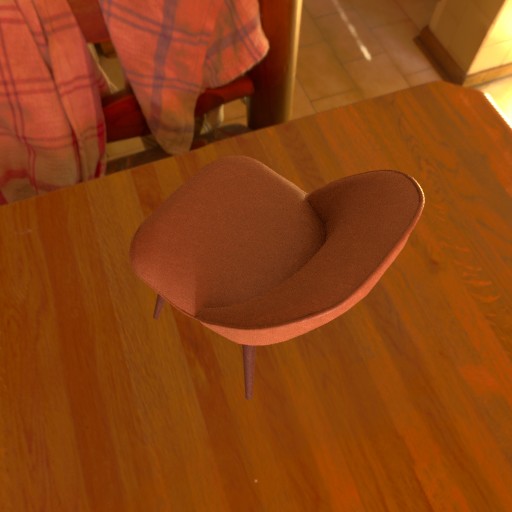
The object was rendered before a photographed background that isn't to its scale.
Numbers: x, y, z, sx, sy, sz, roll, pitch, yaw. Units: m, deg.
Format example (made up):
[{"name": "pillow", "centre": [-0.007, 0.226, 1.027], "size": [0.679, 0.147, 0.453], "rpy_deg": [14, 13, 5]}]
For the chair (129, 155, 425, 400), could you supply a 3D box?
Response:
[{"name": "chair", "centre": [0.000, 0.000, 1.218], "size": [0.631, 0.831, 0.521], "rpy_deg": [37, 69, 17]}]
